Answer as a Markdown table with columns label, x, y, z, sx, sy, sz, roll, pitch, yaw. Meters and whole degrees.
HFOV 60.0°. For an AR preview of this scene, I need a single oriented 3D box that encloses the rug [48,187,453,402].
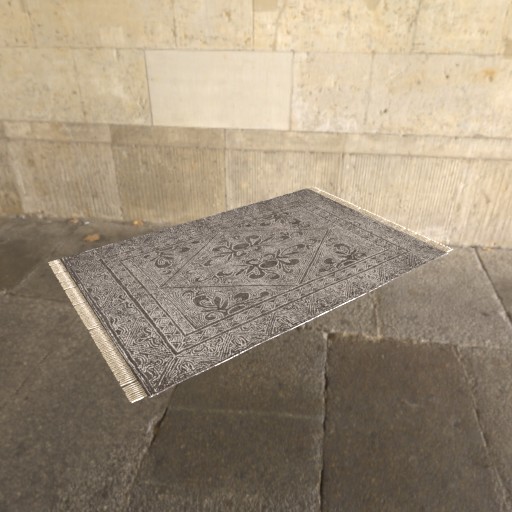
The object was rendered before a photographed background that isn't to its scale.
| label | x | y | z | sx | sy | sz | roll | pitch | yaw |
| --- | --- | --- | --- | --- | --- | --- | --- | --- | --- |
| rug | 0.000 | 0.000 | 3.127 | 2.440 | 0.010 | 1.529 | -20 | 36 | -30 |
